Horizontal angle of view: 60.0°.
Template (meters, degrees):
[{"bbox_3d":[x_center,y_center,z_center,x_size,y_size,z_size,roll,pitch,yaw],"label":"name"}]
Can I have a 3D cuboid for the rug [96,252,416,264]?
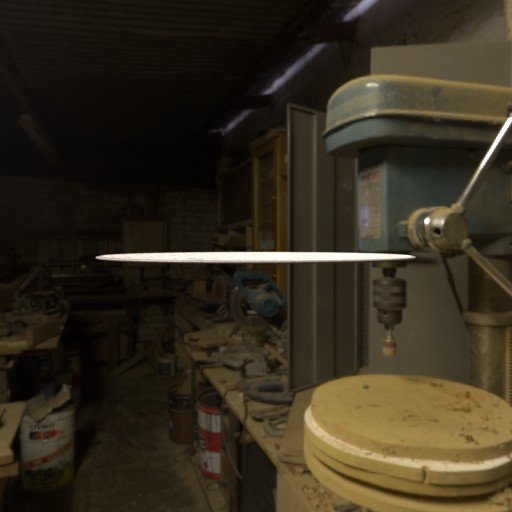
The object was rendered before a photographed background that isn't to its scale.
[{"bbox_3d":[0.000,0.000,2.343,1.593,0.012,1.593,0,2,0],"label":"rug"}]
